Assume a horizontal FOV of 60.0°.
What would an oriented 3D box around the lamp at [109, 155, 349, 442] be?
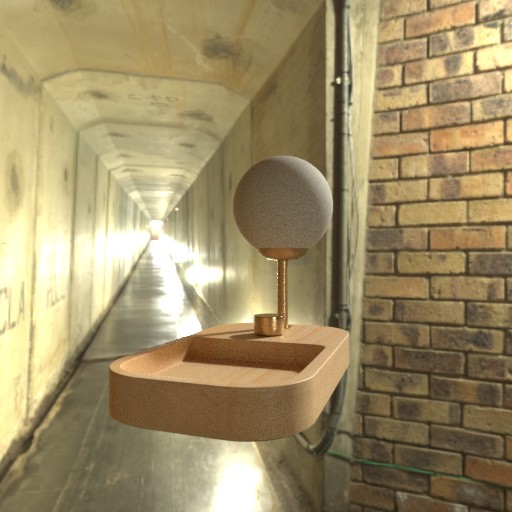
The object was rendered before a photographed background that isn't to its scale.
[{"bbox_3d":[0.000,0.000,0.465,0.173,0.253,0.331,0,-1,19],"label":"lamp"}]
